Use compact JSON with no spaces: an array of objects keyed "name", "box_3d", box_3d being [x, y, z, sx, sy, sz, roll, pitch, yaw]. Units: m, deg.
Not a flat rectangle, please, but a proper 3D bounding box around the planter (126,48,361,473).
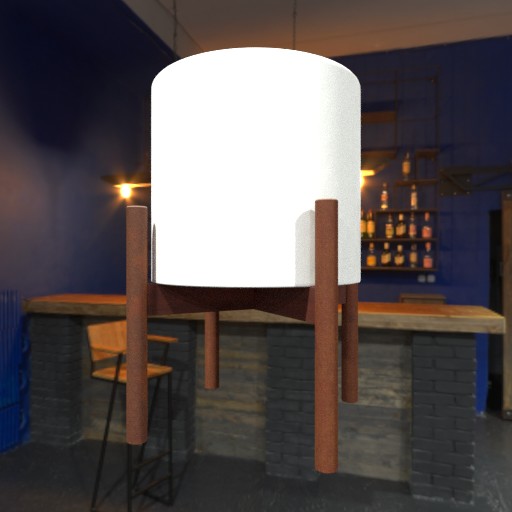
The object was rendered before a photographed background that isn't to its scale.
[{"name":"planter","box_3d":[0.000,0.000,0.488,0.224,0.358,0.224,0,0,18]}]
